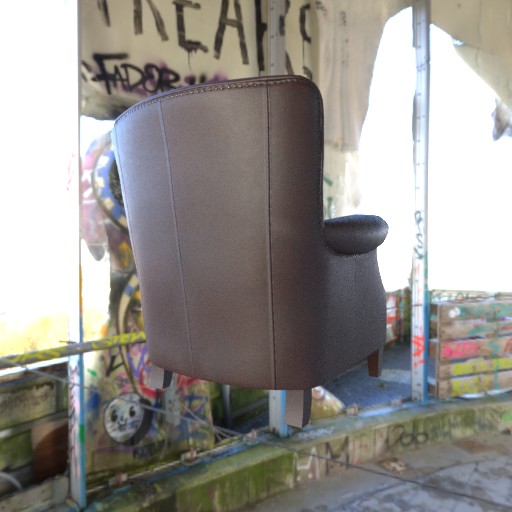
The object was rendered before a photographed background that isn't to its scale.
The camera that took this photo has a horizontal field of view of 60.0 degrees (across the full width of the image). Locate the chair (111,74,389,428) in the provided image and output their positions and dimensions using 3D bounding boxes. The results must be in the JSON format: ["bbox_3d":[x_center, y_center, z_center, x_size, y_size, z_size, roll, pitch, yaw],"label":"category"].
[{"bbox_3d":[0.000,0.000,1.339,0.700,0.800,0.746,1,1,37],"label":"chair"}]
